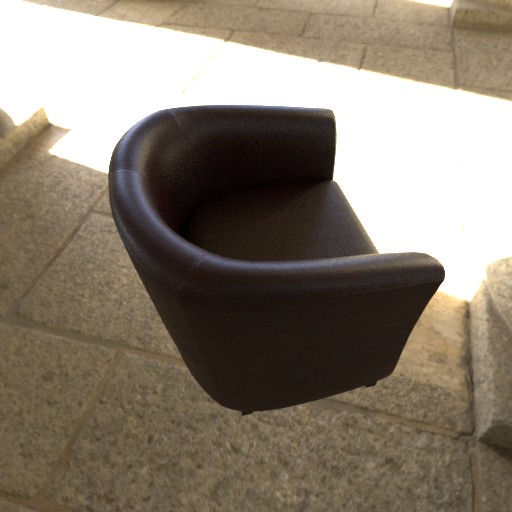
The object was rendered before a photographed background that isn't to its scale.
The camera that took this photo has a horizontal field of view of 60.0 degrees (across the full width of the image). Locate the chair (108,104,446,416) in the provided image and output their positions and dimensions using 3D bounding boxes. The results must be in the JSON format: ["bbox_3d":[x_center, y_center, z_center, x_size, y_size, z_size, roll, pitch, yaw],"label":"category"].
[{"bbox_3d":[0.000,0.000,1.372,0.727,0.756,0.792,-10,48,-9],"label":"chair"}]
